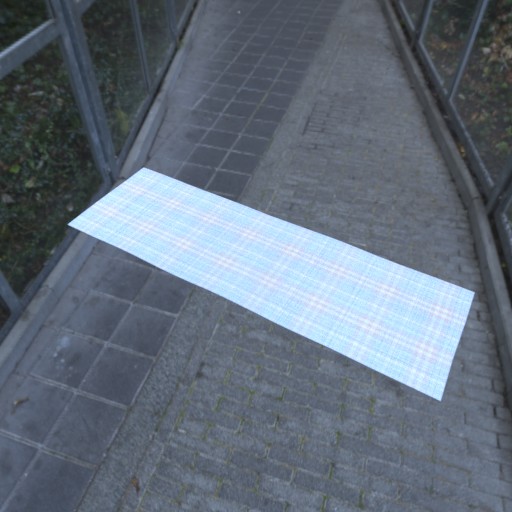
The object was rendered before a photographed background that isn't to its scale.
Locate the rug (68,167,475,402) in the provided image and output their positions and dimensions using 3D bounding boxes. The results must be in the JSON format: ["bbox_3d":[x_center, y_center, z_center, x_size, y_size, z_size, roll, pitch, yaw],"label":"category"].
[{"bbox_3d":[0.000,0.000,2.721,2.439,0.013,0.762,23,50,21],"label":"rug"}]
